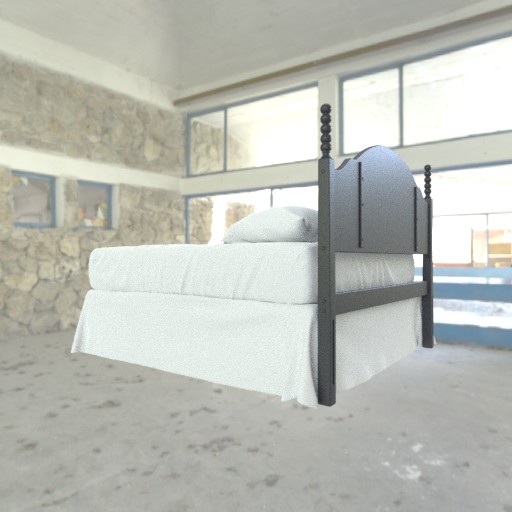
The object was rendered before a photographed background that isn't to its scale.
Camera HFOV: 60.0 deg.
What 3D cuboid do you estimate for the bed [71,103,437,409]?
[{"bbox_3d":[0.000,0.000,3.217,2.040,1.356,1.873,0,-1,37],"label":"bed"}]
